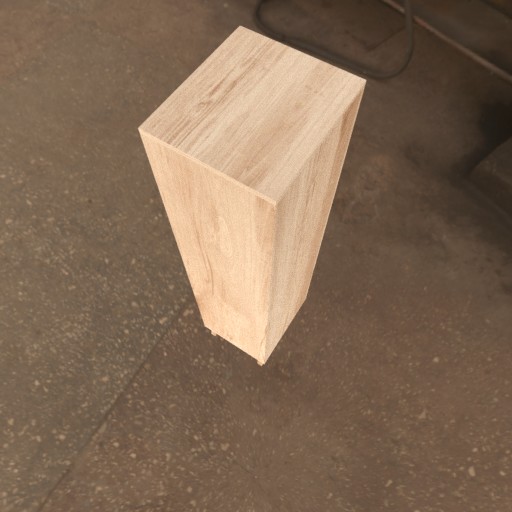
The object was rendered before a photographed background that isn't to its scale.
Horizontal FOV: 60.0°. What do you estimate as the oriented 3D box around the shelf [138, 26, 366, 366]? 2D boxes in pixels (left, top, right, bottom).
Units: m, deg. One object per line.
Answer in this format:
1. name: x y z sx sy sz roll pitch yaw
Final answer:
1. shelf: 0.000 0.000 2.146 0.450 1.960 0.510 30 67 14
